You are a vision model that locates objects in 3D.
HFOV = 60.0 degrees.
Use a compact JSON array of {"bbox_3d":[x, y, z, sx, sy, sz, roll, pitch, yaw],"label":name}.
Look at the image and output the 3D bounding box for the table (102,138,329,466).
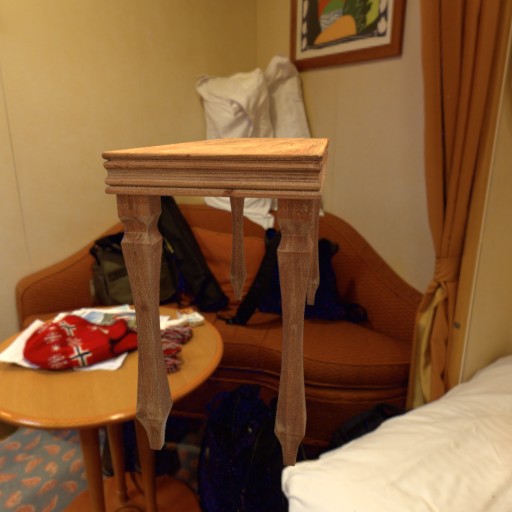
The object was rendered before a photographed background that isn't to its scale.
[{"bbox_3d":[0.000,0.000,1.762,0.522,0.873,1.330,3,17,9],"label":"table"}]
